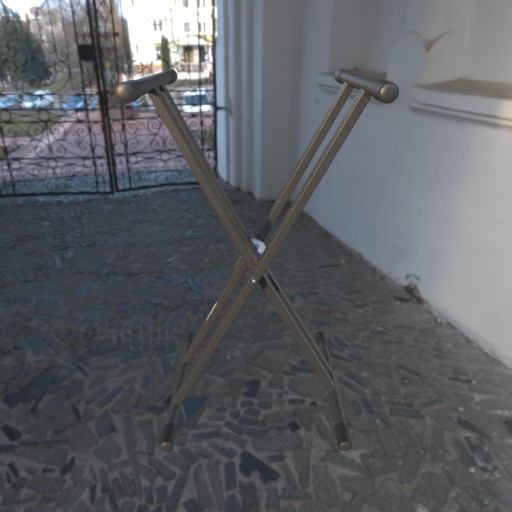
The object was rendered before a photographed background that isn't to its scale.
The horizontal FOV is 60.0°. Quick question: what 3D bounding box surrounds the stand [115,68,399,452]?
[{"bbox_3d":[0.000,0.000,1.183,0.503,0.900,0.495,0,25,0],"label":"stand"}]
